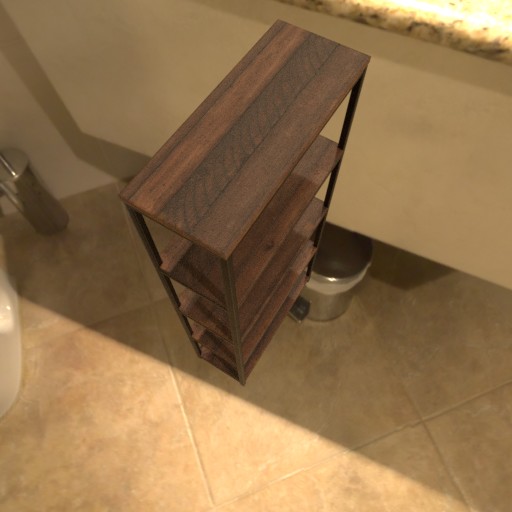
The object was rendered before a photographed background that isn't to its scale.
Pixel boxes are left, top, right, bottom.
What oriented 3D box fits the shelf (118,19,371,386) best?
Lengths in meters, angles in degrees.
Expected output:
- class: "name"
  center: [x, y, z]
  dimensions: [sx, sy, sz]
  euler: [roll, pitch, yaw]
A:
- class: "shelf"
  center: [0.000, 0.000, 2.180]
  dimensions: [0.359, 1.860, 0.874]
  euler: [29, 67, 14]
